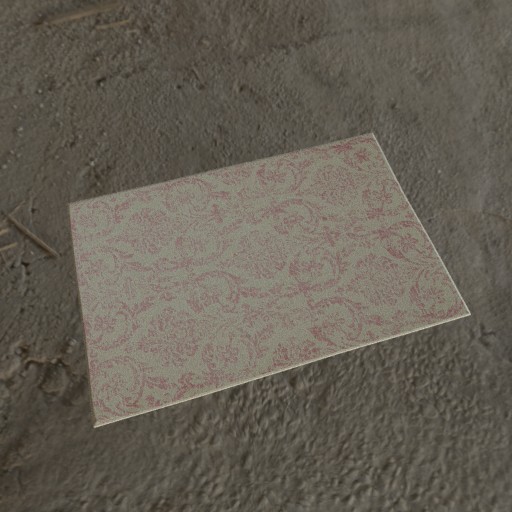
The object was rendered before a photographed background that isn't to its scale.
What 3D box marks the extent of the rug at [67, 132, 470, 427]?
[{"bbox_3d":[0.000,0.000,3.462,2.746,0.018,1.819,-15,64,-7],"label":"rug"}]
